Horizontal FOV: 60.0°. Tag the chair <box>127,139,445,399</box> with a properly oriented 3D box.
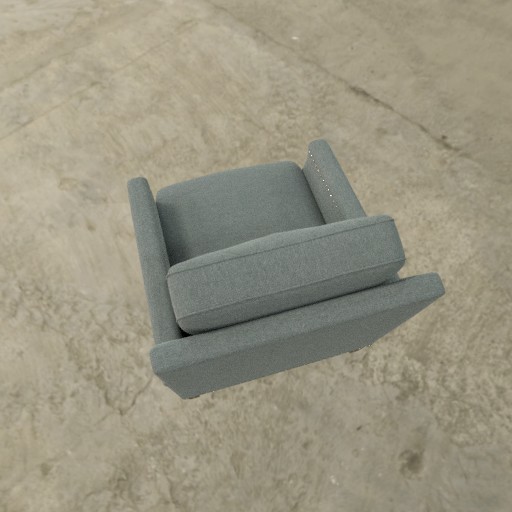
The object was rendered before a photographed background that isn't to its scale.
[{"bbox_3d":[0.000,0.000,1.811,0.885,1.031,1.031,-14,59,-9],"label":"chair"}]
